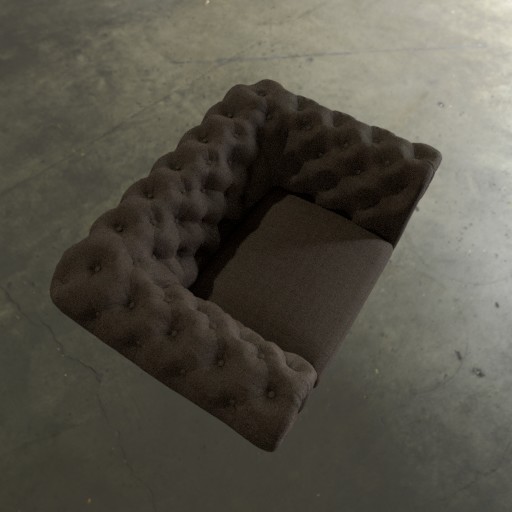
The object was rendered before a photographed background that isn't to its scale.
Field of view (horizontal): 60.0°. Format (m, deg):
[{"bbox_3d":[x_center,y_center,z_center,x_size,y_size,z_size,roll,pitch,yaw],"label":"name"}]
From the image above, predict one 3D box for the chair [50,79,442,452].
[{"bbox_3d":[0.000,0.000,1.839,0.945,0.780,1.298,29,63,16],"label":"chair"}]
